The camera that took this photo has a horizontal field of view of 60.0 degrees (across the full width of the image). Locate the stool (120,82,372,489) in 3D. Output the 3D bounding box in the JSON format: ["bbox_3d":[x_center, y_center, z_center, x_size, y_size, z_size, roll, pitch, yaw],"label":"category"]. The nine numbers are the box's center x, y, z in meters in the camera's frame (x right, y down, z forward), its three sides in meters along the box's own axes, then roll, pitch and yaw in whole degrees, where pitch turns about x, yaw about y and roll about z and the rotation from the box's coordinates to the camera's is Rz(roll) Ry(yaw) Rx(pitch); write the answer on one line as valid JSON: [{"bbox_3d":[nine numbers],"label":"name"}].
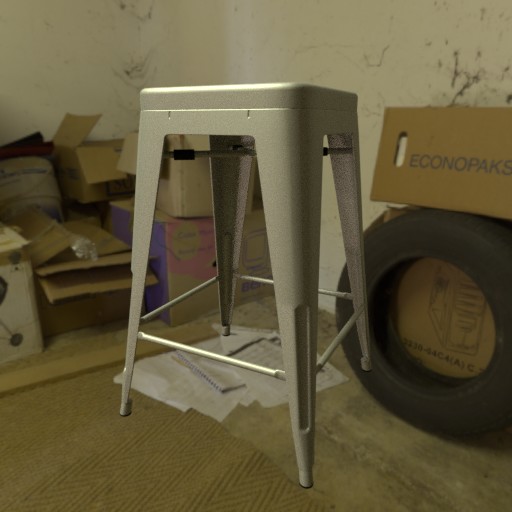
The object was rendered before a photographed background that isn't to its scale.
[{"bbox_3d":[0.000,0.000,0.870,0.406,0.610,0.406,9,19,26],"label":"stool"}]
